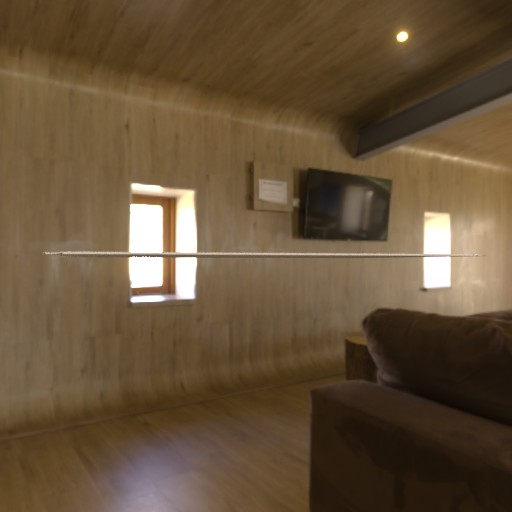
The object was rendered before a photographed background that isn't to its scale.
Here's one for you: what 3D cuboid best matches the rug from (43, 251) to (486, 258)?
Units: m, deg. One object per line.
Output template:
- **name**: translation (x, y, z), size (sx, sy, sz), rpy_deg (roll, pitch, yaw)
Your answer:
- **rug**: translation (0.000, 0.000, 3.052), size (2.486, 0.013, 1.548), rpy_deg (0, -1, -18)
